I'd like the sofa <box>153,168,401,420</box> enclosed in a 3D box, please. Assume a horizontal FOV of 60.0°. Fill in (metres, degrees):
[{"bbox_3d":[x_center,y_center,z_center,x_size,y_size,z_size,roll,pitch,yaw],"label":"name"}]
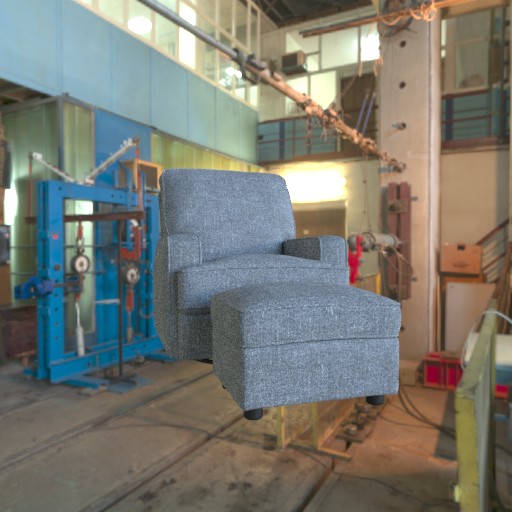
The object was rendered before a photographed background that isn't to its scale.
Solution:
[{"bbox_3d":[0.000,0.000,2.040,0.861,0.959,1.472,0,1,-17],"label":"sofa"}]
